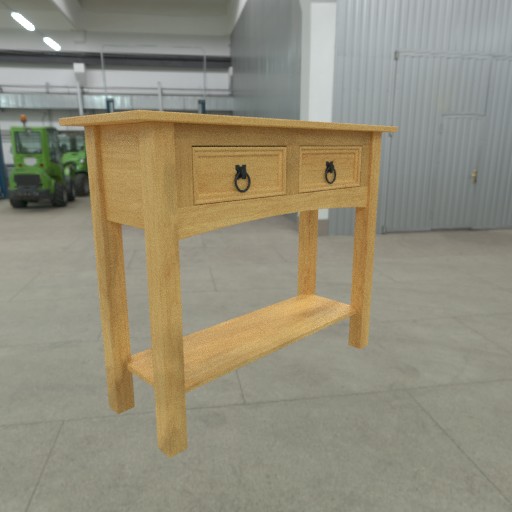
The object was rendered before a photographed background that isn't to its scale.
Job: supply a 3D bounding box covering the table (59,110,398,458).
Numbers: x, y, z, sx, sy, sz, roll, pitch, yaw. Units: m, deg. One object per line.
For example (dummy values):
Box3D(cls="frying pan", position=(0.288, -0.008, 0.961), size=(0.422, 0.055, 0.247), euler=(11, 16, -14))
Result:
Box3D(cls="table", position=(0.000, 0.000, 1.264), size=(0.900, 0.728, 0.340), euler=(-13, 19, -43))
